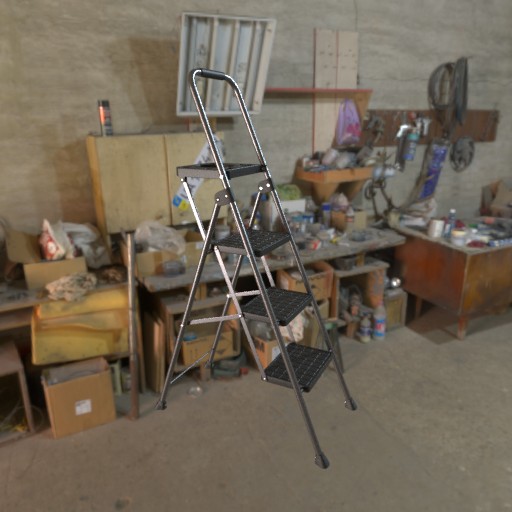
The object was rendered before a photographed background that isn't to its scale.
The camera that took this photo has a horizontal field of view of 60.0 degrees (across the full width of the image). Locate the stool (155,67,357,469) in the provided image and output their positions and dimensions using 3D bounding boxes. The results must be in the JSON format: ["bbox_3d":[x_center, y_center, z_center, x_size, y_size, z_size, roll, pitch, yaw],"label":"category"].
[{"bbox_3d":[0.000,0.000,1.617,0.733,1.277,0.396,8,18,26],"label":"stool"}]
